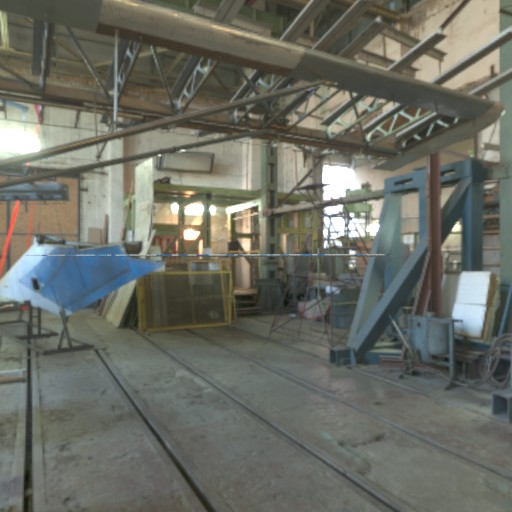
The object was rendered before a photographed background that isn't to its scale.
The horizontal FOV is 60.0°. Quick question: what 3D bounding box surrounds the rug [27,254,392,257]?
[{"bbox_3d":[0.000,0.000,4.158,2.435,0.007,3.007,0,0,18],"label":"rug"}]
